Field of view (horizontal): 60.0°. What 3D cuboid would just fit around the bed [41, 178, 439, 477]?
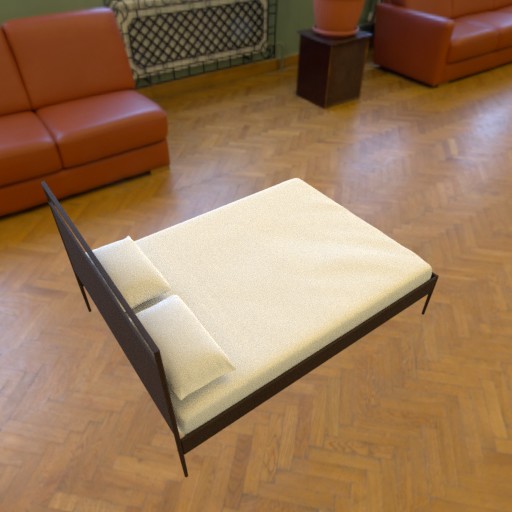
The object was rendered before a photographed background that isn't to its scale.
[{"bbox_3d":[0.000,0.000,3.086,2.122,1.173,1.572,-25,47,-26],"label":"bed"}]
